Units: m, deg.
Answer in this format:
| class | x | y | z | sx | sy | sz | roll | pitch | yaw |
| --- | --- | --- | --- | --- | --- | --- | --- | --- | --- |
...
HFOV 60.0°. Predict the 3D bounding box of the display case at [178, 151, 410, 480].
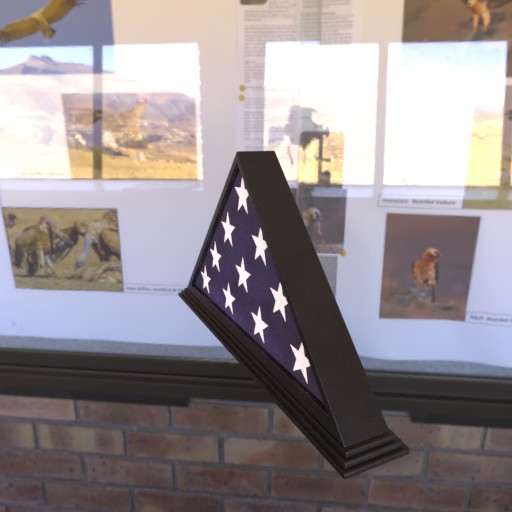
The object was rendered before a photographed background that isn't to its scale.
| class | x | y | z | sx | sy | sz | roll | pitch | yaw |
| --- | --- | --- | --- | --- | --- | --- | --- | --- | --- |
| display case | 0.000 | 0.000 | 0.738 | 0.095 | 0.340 | 0.640 | -7 | 17 | -25 |
